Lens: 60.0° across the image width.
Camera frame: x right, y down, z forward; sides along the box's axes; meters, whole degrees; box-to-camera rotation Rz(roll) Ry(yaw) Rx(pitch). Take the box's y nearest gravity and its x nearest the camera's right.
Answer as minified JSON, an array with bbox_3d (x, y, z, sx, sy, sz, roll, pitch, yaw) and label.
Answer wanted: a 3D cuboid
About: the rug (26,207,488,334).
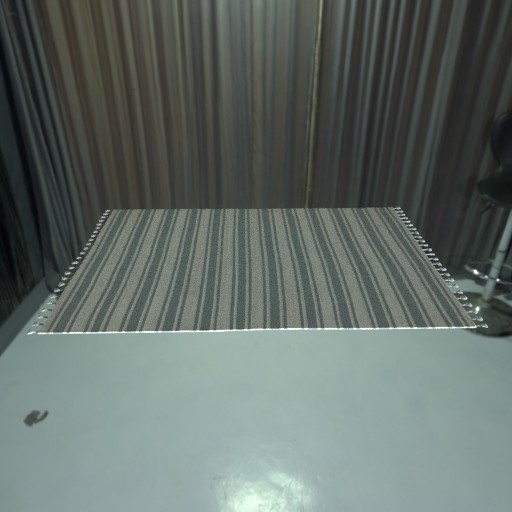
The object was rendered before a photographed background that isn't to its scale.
[{"bbox_3d":[0.000,0.000,2.961,2.410,0.011,1.539,-1,30,-1],"label":"rug"}]
